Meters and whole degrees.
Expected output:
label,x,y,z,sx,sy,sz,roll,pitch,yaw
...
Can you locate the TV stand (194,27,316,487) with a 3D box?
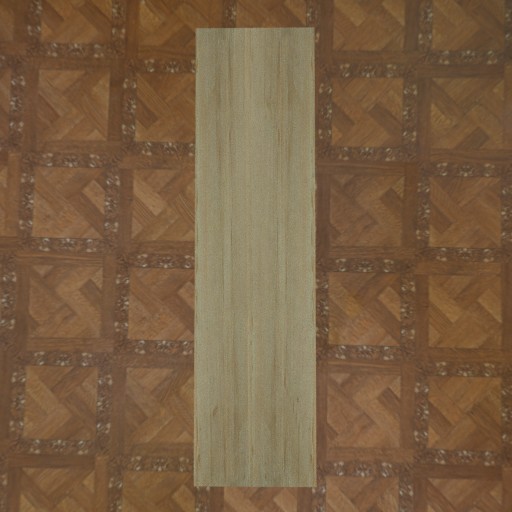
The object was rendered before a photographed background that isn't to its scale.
label,x,y,z,sx,sy,sz,roll,pitch,yaw
TV stand,0.000,0.000,1.820,0.420,0.550,1.600,0,88,1
